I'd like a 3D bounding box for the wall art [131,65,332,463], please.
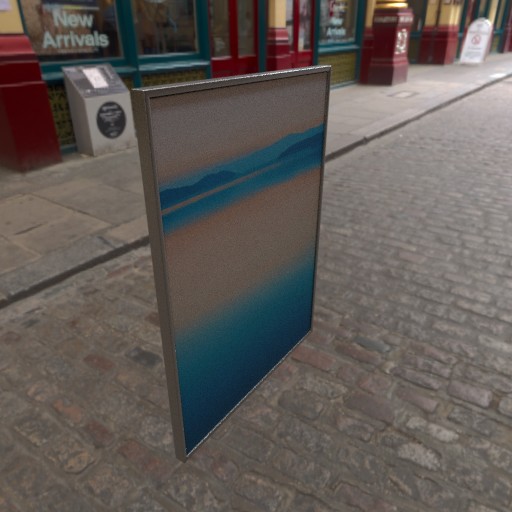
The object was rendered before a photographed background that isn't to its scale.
[{"bbox_3d":[0.000,0.000,1.395,0.037,1.062,0.801,18,32,31],"label":"wall art"}]
